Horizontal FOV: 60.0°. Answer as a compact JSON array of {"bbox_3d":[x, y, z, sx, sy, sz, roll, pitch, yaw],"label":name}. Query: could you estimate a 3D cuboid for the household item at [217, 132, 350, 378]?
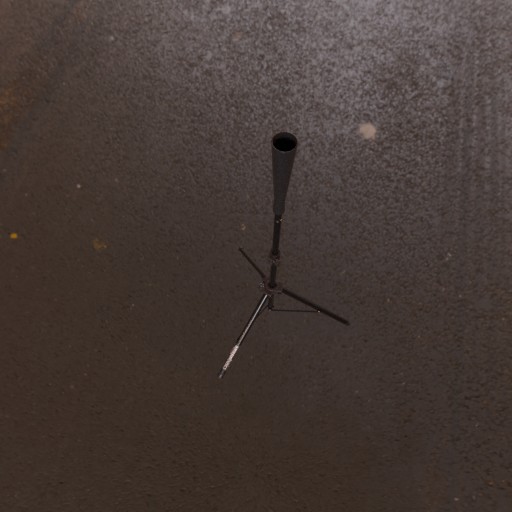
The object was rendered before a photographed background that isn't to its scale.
[{"bbox_3d":[0.000,0.000,1.368,0.559,1.067,0.559,-35,69,-16],"label":"household item"}]
